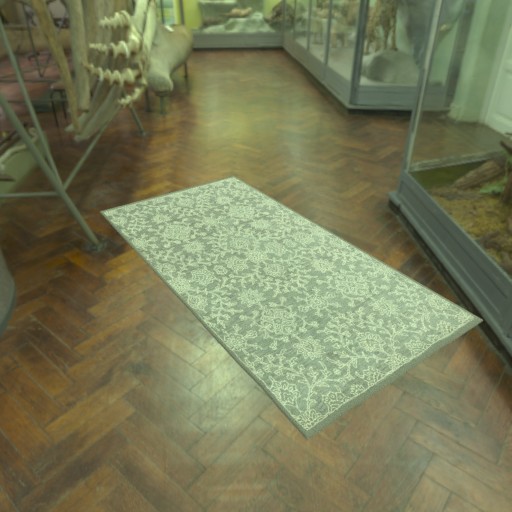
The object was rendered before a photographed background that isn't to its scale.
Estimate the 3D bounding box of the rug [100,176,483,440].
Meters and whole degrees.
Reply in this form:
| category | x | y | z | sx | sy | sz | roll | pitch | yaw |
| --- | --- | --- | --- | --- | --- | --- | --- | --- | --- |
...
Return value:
| category | x | y | z | sx | sy | sz | roll | pitch | yaw |
| --- | --- | --- | --- | --- | --- | --- | --- | --- | --- |
| rug | 0.000 | 0.000 | 3.618 | 1.546 | 0.011 | 3.048 | -21 | 38 | -29 |
